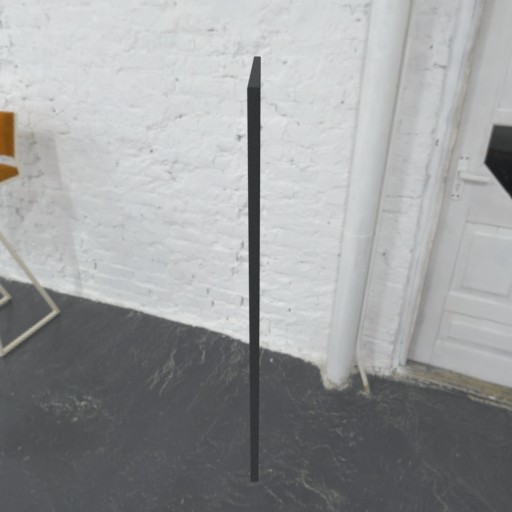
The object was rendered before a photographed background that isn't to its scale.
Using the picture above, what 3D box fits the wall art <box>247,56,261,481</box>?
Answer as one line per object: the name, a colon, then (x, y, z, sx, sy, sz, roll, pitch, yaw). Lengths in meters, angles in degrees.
wall art: (0.000, 0.000, 0.672, 0.012, 0.529, 0.374, 0, 28, 0)
